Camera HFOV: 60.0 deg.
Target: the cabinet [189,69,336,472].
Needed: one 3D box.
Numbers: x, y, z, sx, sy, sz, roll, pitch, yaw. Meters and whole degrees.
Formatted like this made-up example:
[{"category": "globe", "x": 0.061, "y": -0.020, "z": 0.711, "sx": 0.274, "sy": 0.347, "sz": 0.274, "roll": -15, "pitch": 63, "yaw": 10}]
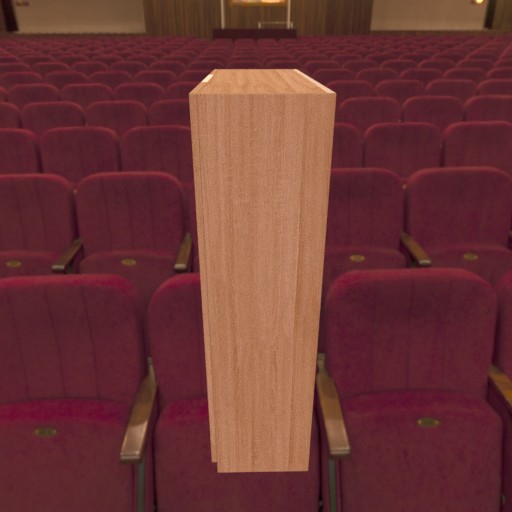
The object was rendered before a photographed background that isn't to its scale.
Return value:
[{"category": "cabinet", "x": 0.000, "y": 0.000, "z": 2.836, "sx": 0.590, "sy": 2.120, "sz": 1.500, "roll": 0, "pitch": 26, "yaw": -1}]
